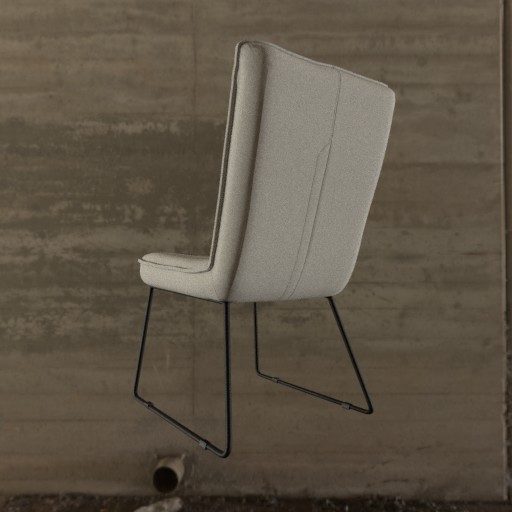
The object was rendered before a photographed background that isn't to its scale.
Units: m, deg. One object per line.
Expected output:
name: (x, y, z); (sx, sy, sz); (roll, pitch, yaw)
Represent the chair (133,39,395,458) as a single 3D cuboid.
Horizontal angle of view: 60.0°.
chair: (0.000, 0.000, 1.328); (0.515, 0.930, 0.688); (1, -1, -36)
